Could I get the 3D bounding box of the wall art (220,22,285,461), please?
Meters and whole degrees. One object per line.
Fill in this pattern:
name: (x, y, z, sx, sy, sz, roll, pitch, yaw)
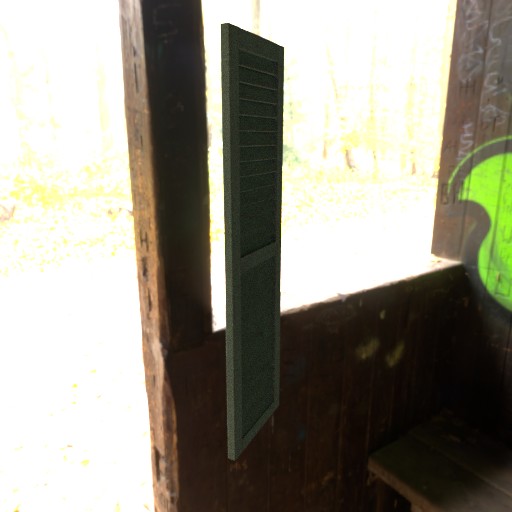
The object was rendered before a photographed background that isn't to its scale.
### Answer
wall art: (0.000, 0.000, 1.346, 0.025, 1.219, 0.329, 8, 17, 26)
